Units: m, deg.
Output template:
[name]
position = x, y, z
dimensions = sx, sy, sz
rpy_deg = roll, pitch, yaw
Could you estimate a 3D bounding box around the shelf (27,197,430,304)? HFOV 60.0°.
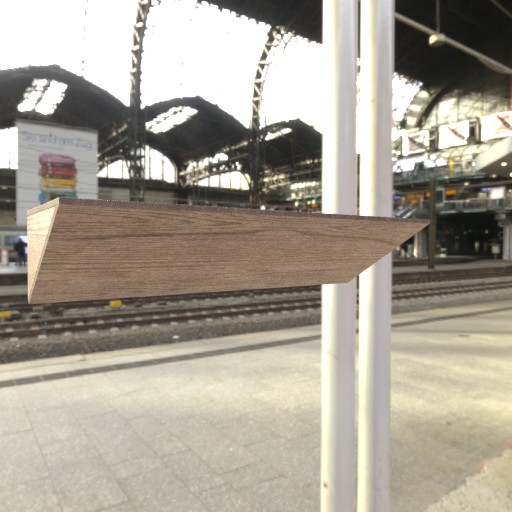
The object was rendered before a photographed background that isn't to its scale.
[shelf]
position = 0.000, 0.000, 0.689
dimensions = 0.610, 0.125, 0.200
rpy_deg = -1, 1, -35
